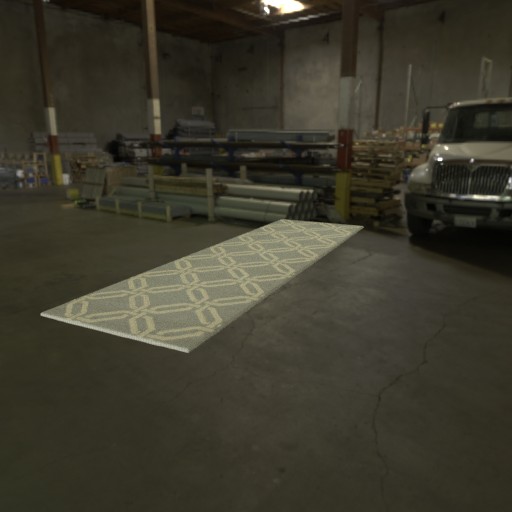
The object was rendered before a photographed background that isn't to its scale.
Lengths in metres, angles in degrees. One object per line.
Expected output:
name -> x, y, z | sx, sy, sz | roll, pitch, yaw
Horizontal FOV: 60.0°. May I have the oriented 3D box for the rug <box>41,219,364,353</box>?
rug -> 0.000, 0.000, 2.502 | 0.678, 0.014, 2.276 | 7, 16, 26
